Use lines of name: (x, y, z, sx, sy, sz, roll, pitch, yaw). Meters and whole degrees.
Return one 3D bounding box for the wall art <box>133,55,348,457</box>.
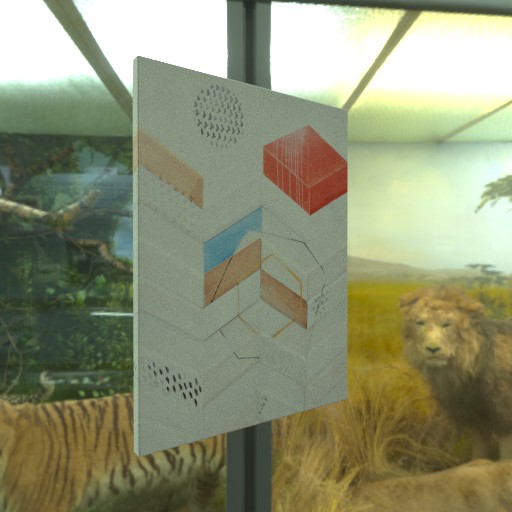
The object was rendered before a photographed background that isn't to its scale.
wall art: (0.000, 0.000, 1.352, 0.759, 1.014, 0.045, 0, 1, -35)
